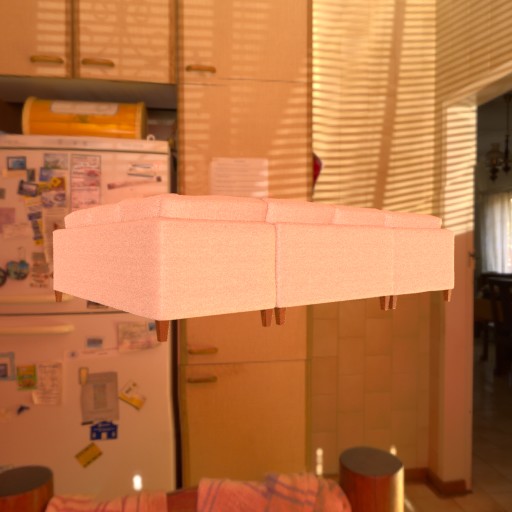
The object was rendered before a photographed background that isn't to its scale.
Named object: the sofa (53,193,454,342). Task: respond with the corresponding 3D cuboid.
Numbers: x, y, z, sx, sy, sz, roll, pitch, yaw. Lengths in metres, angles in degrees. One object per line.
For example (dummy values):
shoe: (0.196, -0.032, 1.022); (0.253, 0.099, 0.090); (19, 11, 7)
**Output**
sofa: (0.000, 0.000, 4.697); (3.460, 0.961, 2.594); (-1, 2, -38)
